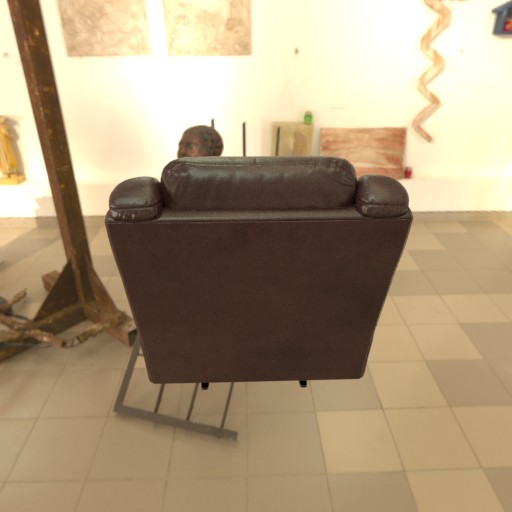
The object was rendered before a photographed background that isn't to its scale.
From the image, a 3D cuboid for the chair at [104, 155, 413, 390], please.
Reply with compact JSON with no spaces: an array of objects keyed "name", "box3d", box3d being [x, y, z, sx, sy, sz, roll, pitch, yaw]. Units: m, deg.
[{"name":"chair","box3d":[0.000,0.000,1.925,0.990,1.093,1.041,-1,28,-2]}]
